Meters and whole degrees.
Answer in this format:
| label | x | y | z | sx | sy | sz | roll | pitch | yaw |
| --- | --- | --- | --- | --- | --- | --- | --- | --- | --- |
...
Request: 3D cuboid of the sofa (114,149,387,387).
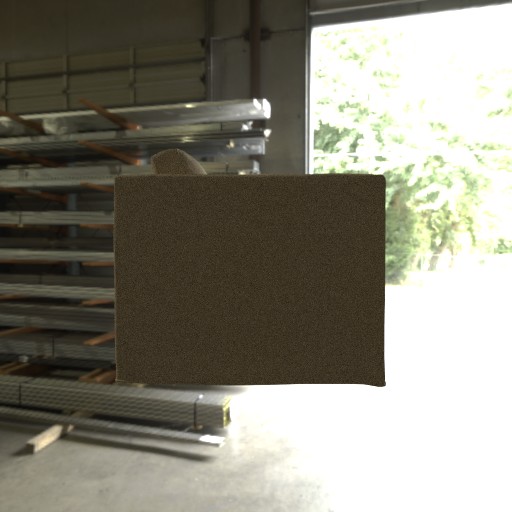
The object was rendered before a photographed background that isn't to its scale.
| label | x | y | z | sx | sy | sz | roll | pitch | yaw |
| --- | --- | --- | --- | --- | --- | --- | --- | --- | --- |
| sofa | 0.000 | 0.000 | 2.445 | 0.962 | 0.835 | 1.959 | 0 | 1 | 1 |
